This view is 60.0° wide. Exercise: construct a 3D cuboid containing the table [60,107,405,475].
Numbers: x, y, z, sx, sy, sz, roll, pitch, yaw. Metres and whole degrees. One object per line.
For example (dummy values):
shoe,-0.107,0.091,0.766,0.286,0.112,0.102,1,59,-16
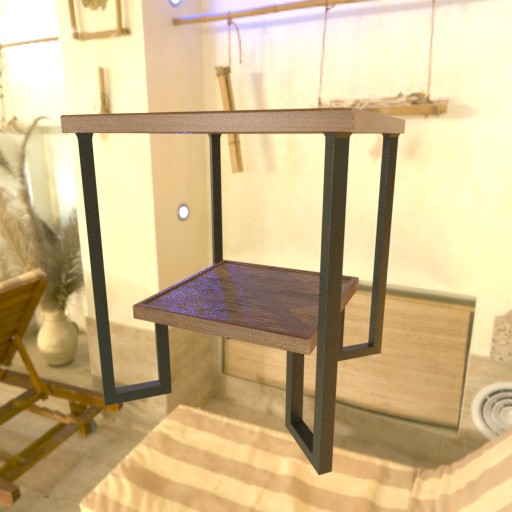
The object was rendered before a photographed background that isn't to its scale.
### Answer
table,0.000,0.000,0.944,0.503,0.563,0.503,7,17,24
